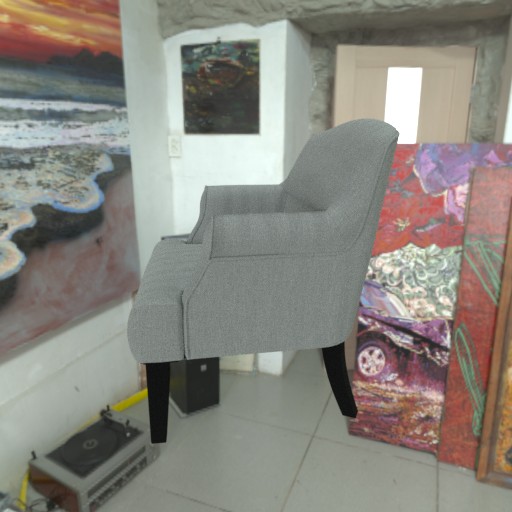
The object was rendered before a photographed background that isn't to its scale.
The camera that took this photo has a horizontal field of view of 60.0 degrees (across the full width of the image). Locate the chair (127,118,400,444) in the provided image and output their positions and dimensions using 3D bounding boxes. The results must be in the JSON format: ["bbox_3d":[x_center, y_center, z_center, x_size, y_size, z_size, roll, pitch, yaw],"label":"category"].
[{"bbox_3d":[0.000,0.000,1.479,0.755,0.880,0.772,-2,15,-7],"label":"chair"}]
